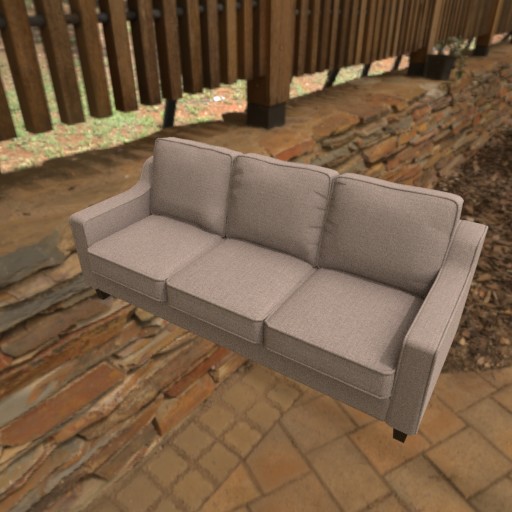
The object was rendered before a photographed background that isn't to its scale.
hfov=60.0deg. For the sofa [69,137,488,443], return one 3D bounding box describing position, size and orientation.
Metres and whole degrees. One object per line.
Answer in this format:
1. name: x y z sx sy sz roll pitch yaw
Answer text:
1. sofa: 0.000 0.000 2.483 2.129 0.950 0.899 18 35 28
